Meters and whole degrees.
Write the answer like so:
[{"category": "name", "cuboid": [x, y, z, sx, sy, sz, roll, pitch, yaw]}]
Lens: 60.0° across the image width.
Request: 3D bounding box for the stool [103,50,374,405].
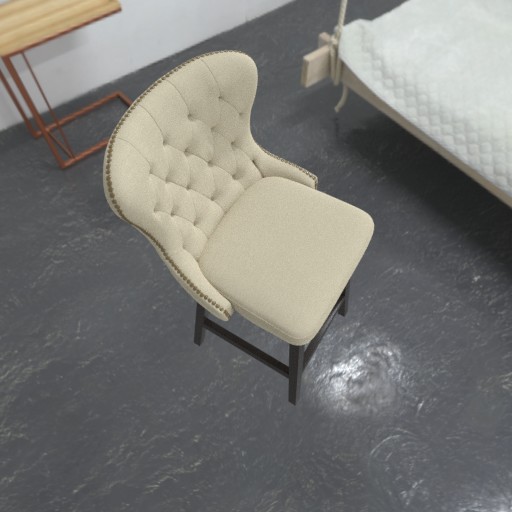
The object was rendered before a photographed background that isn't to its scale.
[{"category": "stool", "cuboid": [0.000, 0.000, 1.327, 0.593, 0.971, 0.528, 28, 64, 15]}]
